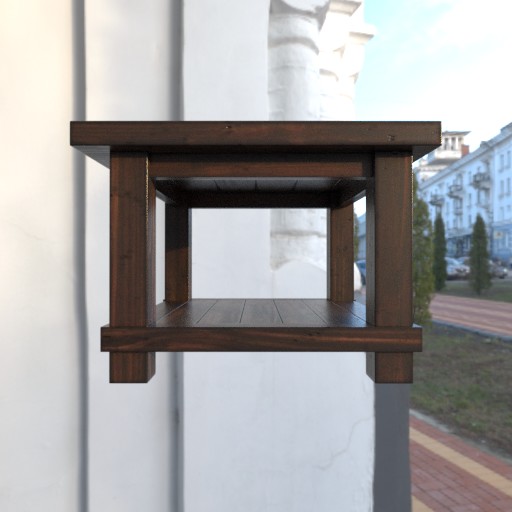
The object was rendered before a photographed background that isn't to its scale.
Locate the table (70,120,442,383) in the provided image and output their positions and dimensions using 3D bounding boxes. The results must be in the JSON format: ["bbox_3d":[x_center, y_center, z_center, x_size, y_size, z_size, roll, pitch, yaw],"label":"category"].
[{"bbox_3d":[0.000,0.000,1.015,0.606,0.437,0.593,0,0,0],"label":"table"}]
